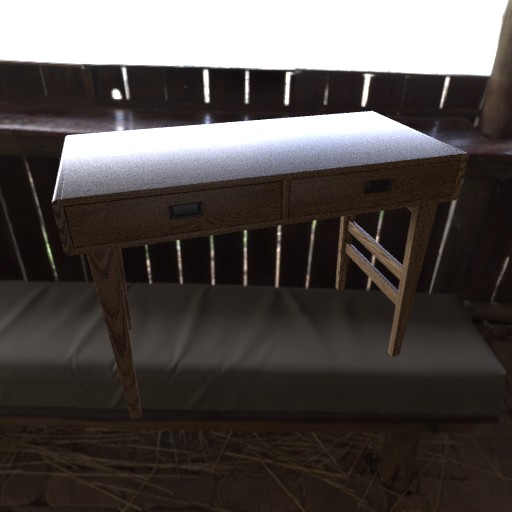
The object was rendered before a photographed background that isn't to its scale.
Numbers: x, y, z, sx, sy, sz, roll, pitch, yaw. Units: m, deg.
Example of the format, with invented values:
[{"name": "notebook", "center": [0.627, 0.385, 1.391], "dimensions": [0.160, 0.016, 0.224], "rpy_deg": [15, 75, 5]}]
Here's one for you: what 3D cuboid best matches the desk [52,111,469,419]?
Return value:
[{"name": "desk", "center": [0.000, 0.000, 1.474], "dimensions": [1.067, 0.755, 0.508], "rpy_deg": [-9, 32, -15]}]
